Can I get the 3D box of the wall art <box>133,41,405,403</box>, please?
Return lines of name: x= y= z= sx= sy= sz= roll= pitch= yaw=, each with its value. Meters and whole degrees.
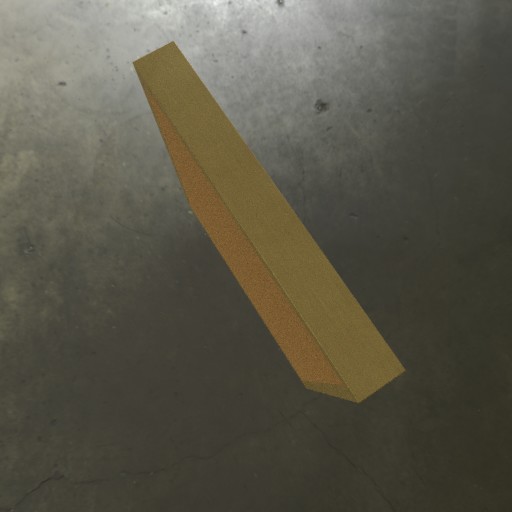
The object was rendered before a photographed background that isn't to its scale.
wall art: x=0.000 y=0.000 z=0.467 sx=0.038 sy=0.305 sz=0.305 roll=-32 pitch=77 yaw=-8
